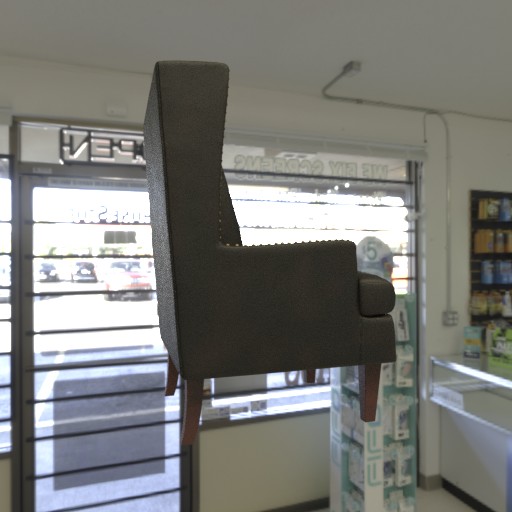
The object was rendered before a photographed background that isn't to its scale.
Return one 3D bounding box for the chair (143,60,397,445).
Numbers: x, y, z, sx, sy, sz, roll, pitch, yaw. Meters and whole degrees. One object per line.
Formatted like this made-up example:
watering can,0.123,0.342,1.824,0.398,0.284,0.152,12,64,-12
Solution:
chair,0.000,0.000,1.677,0.799,1.142,0.703,0,0,-17
